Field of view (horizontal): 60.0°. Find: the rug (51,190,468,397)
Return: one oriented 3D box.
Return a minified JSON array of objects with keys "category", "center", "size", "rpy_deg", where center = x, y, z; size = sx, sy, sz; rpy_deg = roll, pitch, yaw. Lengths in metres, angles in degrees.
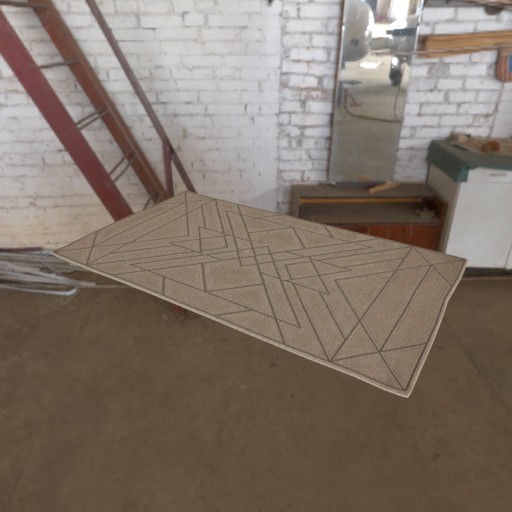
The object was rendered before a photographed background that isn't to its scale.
[{"category":"rug","center":[0.000,0.000,1.063],"size":[0.869,0.008,0.511],"rpy_deg":[17,33,28]}]
